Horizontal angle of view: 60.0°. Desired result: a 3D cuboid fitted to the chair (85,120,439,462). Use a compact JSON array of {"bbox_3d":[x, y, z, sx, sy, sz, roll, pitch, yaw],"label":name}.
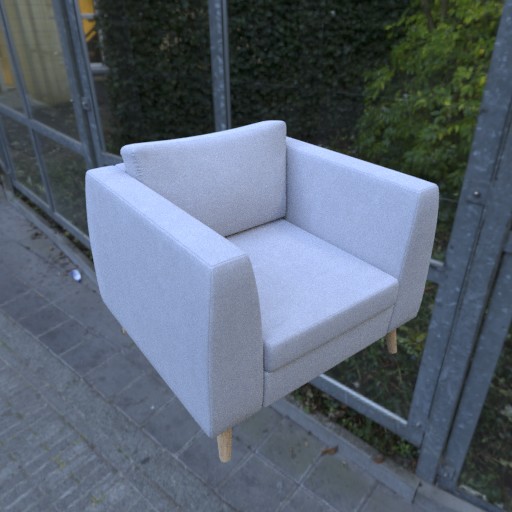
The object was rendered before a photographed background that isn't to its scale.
[{"bbox_3d":[0.000,0.000,1.739,1.000,0.860,0.930,-20,35,-32],"label":"chair"}]
